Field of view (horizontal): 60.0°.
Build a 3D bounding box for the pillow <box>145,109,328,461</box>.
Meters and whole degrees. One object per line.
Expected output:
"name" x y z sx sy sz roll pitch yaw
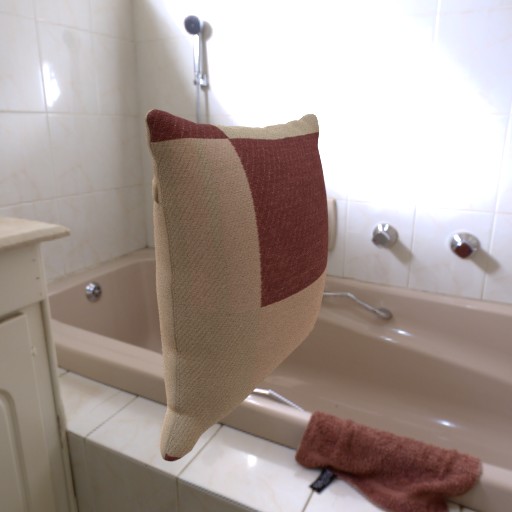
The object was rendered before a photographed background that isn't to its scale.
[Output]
"pillow" 0.000 0.000 0.804 0.229 0.506 0.536 9 18 28
